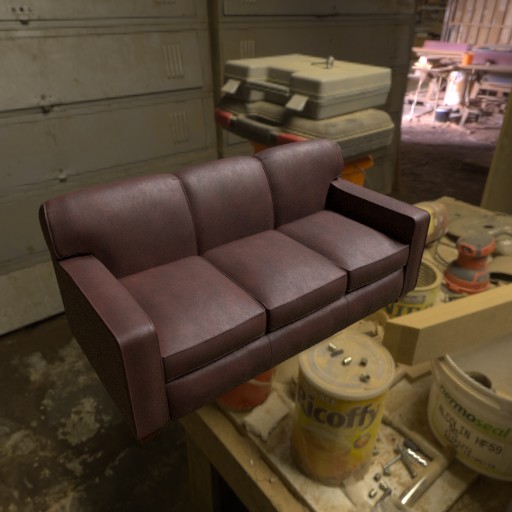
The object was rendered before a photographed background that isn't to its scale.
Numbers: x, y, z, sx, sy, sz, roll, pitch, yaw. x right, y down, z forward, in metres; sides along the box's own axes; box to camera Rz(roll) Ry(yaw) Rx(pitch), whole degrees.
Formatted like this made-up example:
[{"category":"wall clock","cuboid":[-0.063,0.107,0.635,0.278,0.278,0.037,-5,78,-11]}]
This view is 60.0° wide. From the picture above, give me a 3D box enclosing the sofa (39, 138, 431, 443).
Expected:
[{"category":"sofa","cuboid":[0.000,0.000,2.594,2.039,0.953,1.008,-20,35,-32]}]
